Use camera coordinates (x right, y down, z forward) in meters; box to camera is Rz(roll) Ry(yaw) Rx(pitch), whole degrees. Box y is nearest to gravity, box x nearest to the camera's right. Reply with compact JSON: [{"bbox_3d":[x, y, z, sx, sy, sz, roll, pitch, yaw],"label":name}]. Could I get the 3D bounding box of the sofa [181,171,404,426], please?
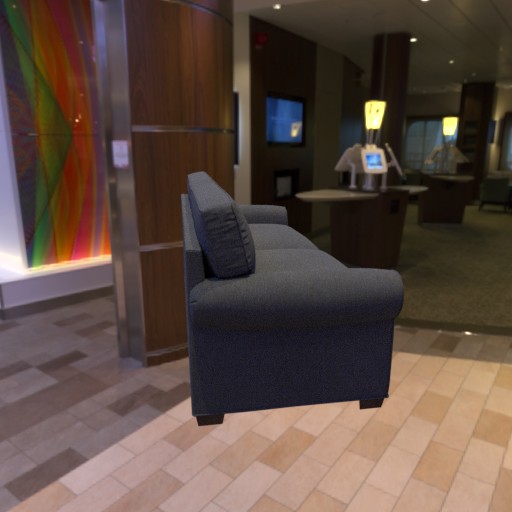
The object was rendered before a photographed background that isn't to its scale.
[{"bbox_3d":[0.000,0.000,2.976,0.954,1.026,2.391,-2,14,-10],"label":"sofa"}]
